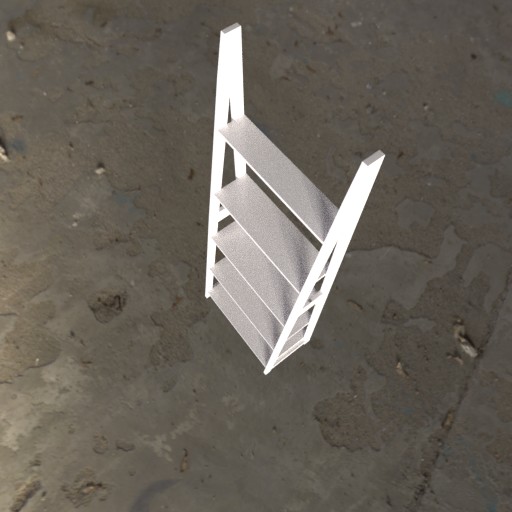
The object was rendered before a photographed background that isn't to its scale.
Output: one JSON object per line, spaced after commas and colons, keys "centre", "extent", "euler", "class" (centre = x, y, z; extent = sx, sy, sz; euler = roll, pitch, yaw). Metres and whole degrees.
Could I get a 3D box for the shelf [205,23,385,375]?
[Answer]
{"centre": [0.000, 0.000, 1.986], "extent": [0.341, 1.779, 0.636], "euler": [-35, 69, -15], "class": "shelf"}
